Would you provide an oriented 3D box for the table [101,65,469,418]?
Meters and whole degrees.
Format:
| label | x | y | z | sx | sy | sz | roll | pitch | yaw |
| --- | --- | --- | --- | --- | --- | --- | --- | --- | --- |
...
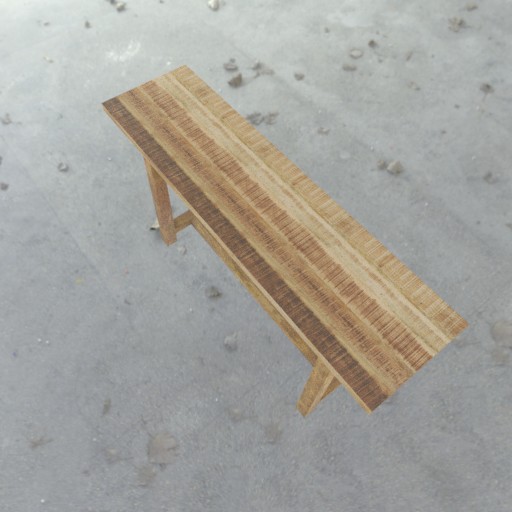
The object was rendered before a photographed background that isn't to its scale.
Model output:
| label | x | y | z | sx | sy | sz | roll | pitch | yaw |
| --- | --- | --- | --- | --- | --- | --- | --- | --- | --- |
| table | 0.000 | 0.000 | 1.894 | 0.405 | 0.810 | 1.524 | -34 | 64 | -18 |
